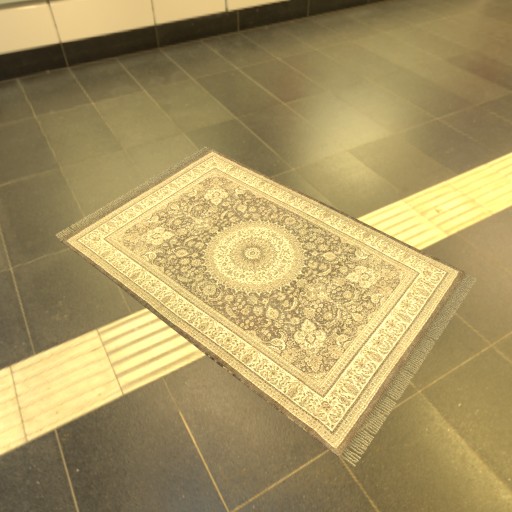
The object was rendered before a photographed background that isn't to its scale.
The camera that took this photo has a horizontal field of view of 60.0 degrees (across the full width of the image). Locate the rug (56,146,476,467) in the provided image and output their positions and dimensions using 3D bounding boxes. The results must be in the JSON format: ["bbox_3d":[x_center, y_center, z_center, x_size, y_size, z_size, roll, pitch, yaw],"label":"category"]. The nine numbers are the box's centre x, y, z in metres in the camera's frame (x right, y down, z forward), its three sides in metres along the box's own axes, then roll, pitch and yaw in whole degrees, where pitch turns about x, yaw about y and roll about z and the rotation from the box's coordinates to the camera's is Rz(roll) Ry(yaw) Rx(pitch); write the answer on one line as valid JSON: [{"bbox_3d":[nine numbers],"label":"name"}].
[{"bbox_3d":[0.000,0.000,4.186,3.422,0.015,2.143,31,53,27],"label":"rug"}]
